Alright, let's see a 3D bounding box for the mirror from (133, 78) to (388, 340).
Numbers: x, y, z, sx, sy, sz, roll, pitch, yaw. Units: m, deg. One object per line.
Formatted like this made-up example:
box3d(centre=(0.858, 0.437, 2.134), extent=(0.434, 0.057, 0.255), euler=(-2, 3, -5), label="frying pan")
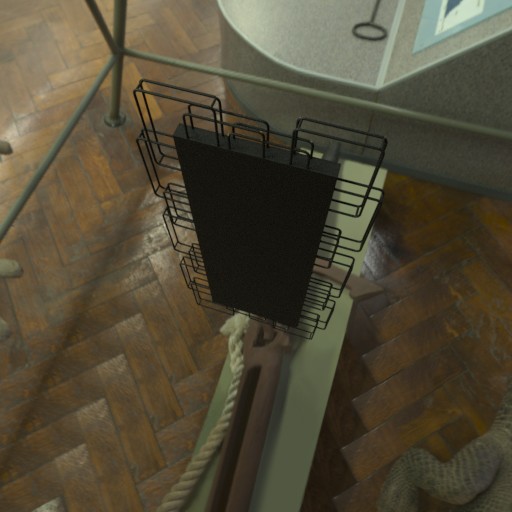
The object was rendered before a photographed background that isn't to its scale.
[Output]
box3d(centre=(0.000, 0.000, 1.361), extent=(0.565, 1.192, 0.037), euler=(16, 64, 8), label="mirror")
